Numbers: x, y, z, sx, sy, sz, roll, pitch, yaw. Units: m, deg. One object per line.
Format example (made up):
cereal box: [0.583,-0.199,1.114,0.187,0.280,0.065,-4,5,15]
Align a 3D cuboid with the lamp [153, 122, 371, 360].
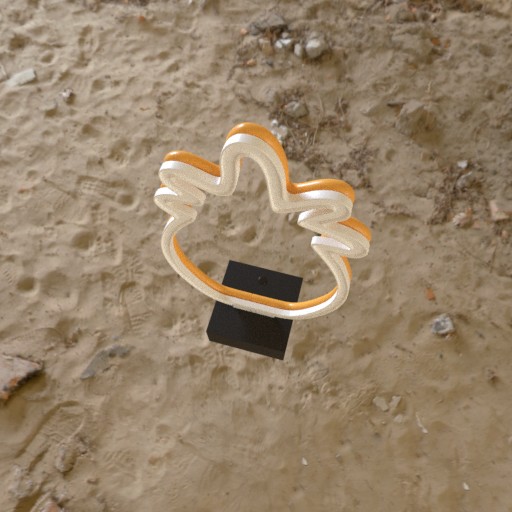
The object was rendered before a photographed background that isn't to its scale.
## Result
lamp: [0.000,0.000,0.381,0.167,0.317,0.088,14,65,7]
